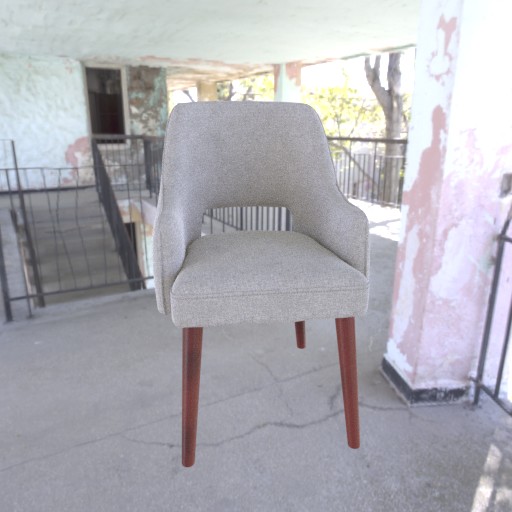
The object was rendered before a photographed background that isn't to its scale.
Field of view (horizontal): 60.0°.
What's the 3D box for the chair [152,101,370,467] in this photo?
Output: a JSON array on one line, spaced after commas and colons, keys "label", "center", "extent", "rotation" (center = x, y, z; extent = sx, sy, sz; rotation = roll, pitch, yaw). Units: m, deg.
[{"label": "chair", "center": [0.000, 0.000, 1.244], "extent": [0.548, 0.849, 0.605], "rotation": [-2, 17, -8]}]
